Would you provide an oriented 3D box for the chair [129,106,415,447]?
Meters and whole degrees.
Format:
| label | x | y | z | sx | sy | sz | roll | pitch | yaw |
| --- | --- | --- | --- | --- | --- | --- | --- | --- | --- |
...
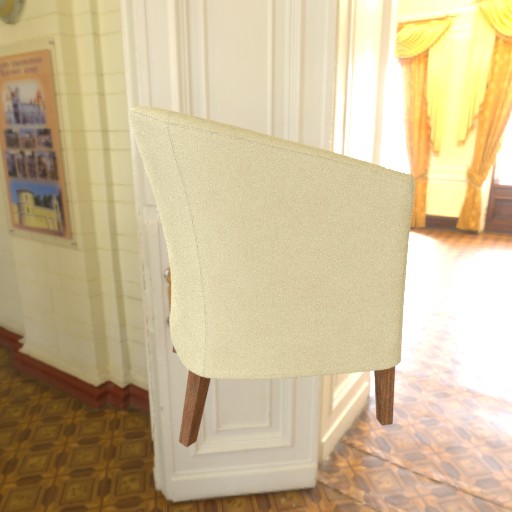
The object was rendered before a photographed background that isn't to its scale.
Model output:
| label | x | y | z | sx | sy | sz | roll | pitch | yaw |
| --- | --- | --- | --- | --- | --- | --- | --- | --- | --- |
| chair | 0.000 | 0.000 | 1.302 | 0.657 | 0.822 | 0.643 | -3 | 16 | -12 |
